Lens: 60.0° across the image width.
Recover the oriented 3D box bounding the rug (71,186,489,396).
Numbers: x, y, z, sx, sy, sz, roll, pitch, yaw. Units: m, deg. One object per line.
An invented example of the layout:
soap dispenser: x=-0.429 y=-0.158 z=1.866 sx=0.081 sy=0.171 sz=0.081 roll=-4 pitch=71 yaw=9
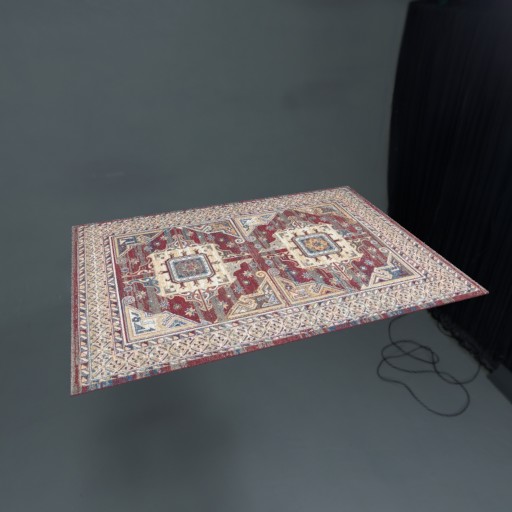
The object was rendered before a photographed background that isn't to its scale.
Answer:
rug: x=0.000 y=0.000 z=2.818 sx=2.210 sy=0.011 sz=1.599 roll=-10 pitch=33 yaw=-16
